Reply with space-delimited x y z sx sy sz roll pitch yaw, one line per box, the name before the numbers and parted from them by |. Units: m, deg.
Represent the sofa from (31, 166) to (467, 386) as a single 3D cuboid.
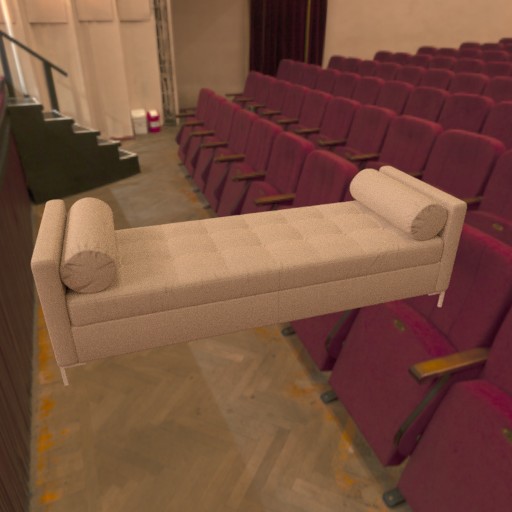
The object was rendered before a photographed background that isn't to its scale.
sofa | 0.000 0.000 2.330 1.981 0.635 0.686 -9 29 -16
